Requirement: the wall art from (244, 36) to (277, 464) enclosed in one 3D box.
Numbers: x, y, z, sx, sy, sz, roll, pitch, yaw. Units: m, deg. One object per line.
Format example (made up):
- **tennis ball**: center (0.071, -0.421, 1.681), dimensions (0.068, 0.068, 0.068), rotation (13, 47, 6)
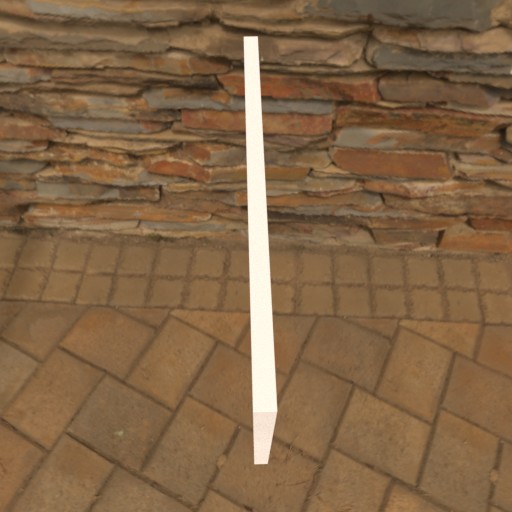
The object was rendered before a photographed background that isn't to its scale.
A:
- **wall art**: center (0.000, 0.000, 1.645), dimensions (0.051, 0.902, 1.308), rotation (-1, 59, -1)
